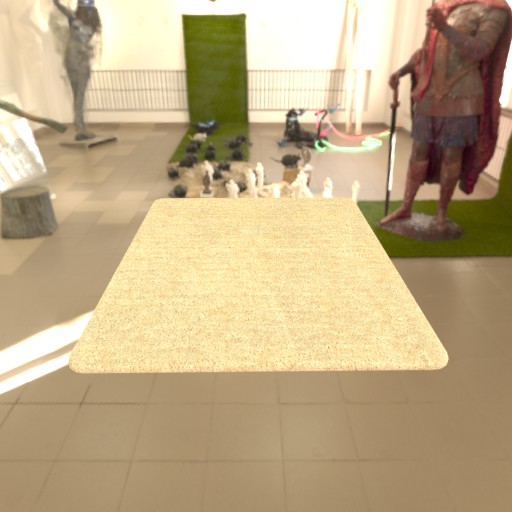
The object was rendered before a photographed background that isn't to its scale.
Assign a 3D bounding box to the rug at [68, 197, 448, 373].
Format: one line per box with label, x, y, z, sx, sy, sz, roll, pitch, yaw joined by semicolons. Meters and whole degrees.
rug;0.000;0.000;3.392;2.009;0.048;2.528;0;27;-1
